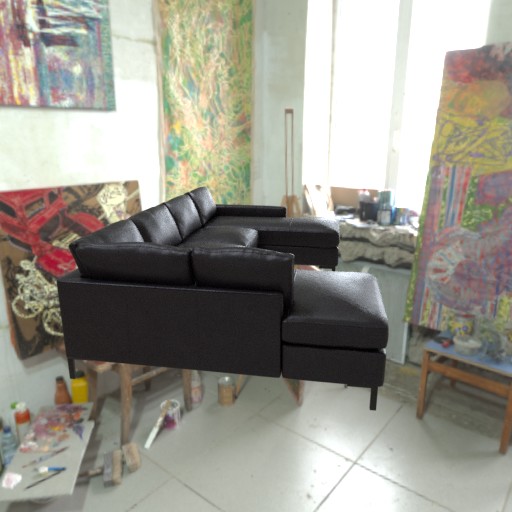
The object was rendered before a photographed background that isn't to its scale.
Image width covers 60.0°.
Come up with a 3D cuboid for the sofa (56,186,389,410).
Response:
[{"bbox_3d":[0.000,0.000,3.887,1.939,0.900,2.956,3,16,9],"label":"sofa"}]
